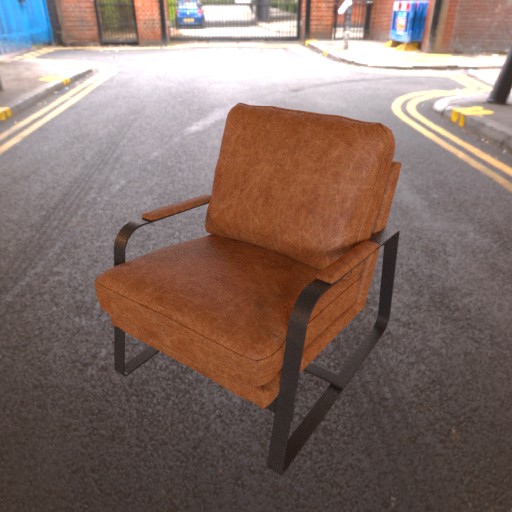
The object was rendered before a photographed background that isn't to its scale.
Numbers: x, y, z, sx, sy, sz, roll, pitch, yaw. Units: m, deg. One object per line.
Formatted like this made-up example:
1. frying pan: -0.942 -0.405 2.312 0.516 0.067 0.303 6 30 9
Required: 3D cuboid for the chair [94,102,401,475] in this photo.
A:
1. chair: 0.000 0.000 1.351 0.651 0.777 0.801 19 35 30
